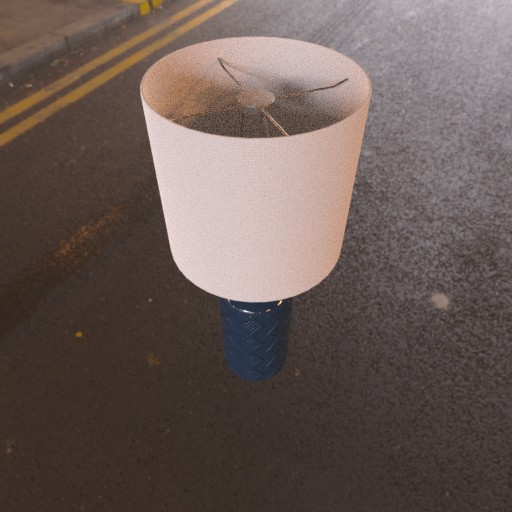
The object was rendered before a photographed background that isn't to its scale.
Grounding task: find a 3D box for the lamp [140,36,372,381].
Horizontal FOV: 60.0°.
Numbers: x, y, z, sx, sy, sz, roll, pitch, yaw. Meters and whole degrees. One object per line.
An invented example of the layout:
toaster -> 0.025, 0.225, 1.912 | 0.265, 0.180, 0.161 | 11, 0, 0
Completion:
lamp -> 0.000, 0.000, 0.566 | 0.207, 0.461, 0.207 | -18, 48, -16
